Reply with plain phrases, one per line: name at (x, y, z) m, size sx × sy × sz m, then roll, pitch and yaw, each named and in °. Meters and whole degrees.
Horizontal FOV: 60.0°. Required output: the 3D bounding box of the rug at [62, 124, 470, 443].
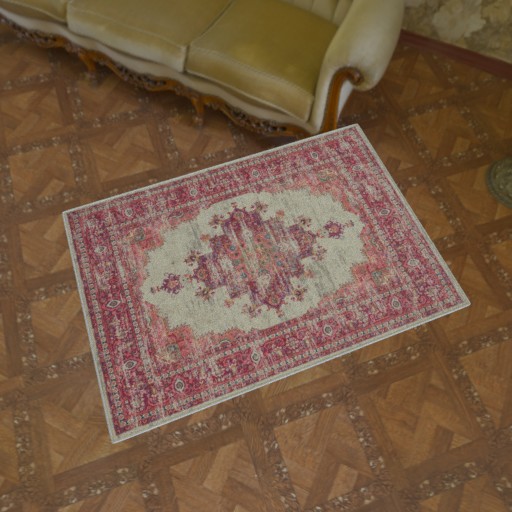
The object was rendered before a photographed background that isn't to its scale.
rug at (0.000, 0.000, 3.688) m, size 2.878 × 0.014 × 2.005 m, roll -19°, pitch 65°, yaw -9°
